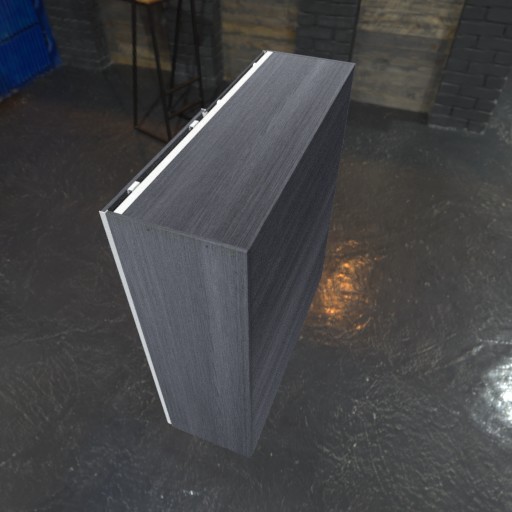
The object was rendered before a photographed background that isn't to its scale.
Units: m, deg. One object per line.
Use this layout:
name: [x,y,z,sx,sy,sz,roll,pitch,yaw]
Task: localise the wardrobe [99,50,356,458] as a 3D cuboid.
wardrobe: [0.000,0.000,2.937,0.629,1.960,1.780,16,48,15]
